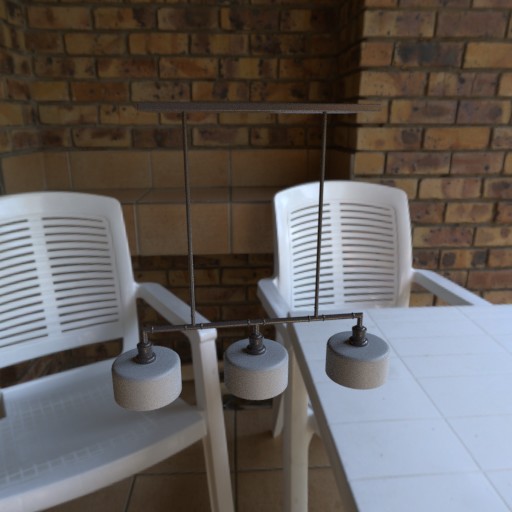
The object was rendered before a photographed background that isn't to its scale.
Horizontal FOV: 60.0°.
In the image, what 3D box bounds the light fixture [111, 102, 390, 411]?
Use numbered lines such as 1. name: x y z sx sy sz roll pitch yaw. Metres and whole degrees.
1. light fixture: 0.000 0.000 0.864 0.582 0.557 0.177 -3 17 -9
